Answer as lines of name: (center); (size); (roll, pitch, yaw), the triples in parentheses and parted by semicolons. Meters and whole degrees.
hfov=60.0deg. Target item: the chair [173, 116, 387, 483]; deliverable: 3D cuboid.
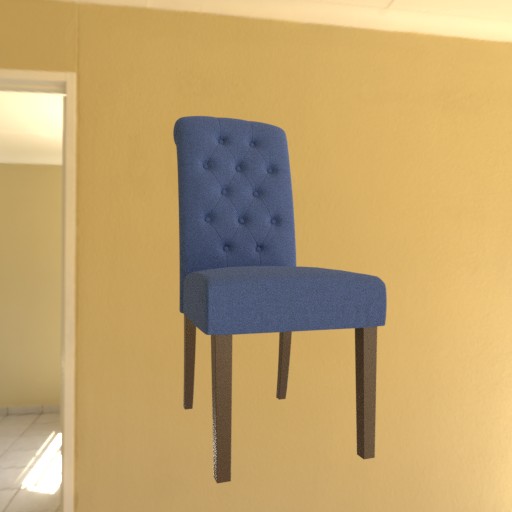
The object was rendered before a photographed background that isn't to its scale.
chair: (0.000, 0.000, 1.343); (0.456, 1.006, 0.671); (0, -1, -19)
